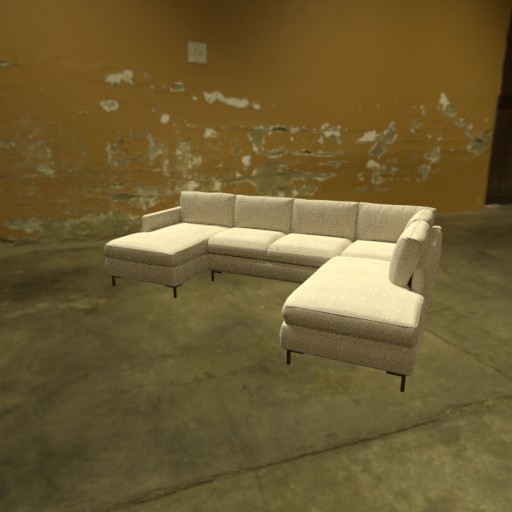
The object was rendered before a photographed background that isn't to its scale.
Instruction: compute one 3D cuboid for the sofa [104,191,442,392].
[{"bbox_3d":[0.000,0.000,3.632,2.737,0.756,1.879,7,17,25],"label":"sofa"}]
